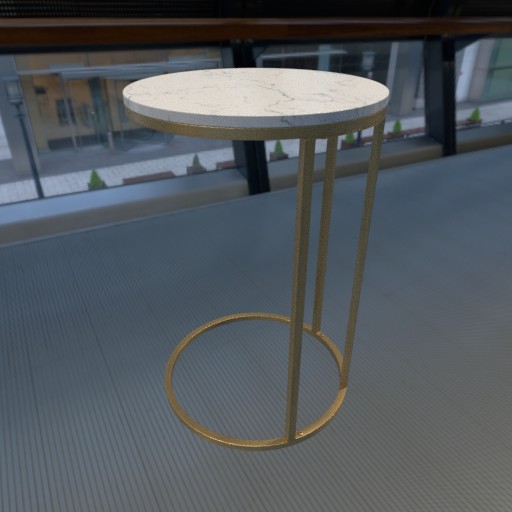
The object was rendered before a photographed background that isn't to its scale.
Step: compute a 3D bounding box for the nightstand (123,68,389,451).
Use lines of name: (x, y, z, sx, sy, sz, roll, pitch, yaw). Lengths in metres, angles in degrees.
nightstand: (0.000, 0.000, 0.840, 0.400, 0.610, 0.400, 8, 31, 13)
